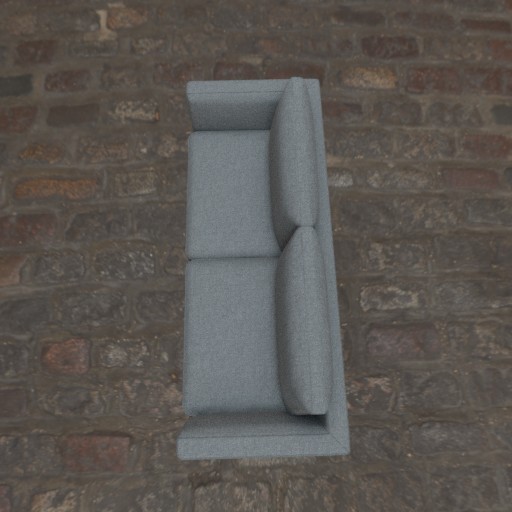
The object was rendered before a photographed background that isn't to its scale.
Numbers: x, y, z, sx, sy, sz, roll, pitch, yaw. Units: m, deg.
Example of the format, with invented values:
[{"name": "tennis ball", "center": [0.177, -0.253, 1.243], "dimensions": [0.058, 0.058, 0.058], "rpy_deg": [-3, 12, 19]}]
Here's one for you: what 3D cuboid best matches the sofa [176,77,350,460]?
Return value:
[{"name": "sofa", "center": [0.000, 0.000, 2.709], "dimensions": [0.869, 1.002, 2.212], "rpy_deg": [-1, 72, 0]}]
